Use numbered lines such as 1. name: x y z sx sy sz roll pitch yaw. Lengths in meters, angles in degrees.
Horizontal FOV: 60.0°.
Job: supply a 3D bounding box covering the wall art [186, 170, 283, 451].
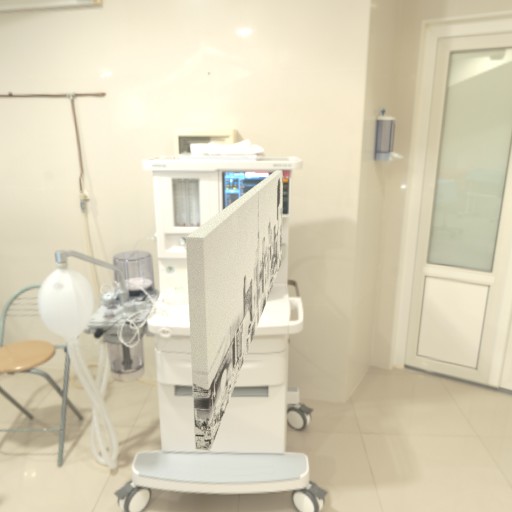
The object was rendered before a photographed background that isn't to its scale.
1. wall art: 0.000 0.000 1.678 0.039 0.507 1.520 3 16 9
